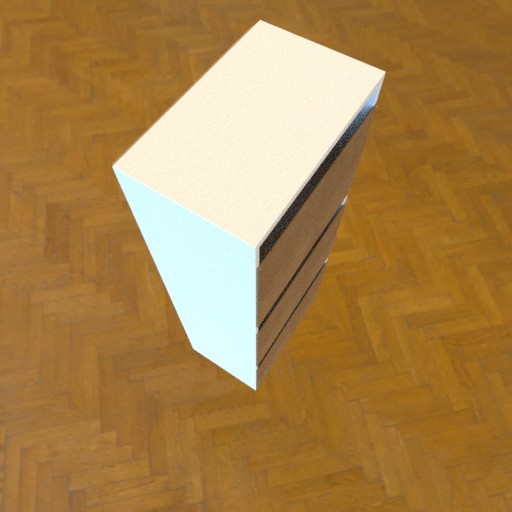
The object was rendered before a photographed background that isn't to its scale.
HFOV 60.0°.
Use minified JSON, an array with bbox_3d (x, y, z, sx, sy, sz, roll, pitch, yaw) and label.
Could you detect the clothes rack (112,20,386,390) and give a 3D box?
[{"bbox_3d":[0.000,0.000,1.392,0.331,1.187,0.500,30,66,15],"label":"clothes rack"}]
